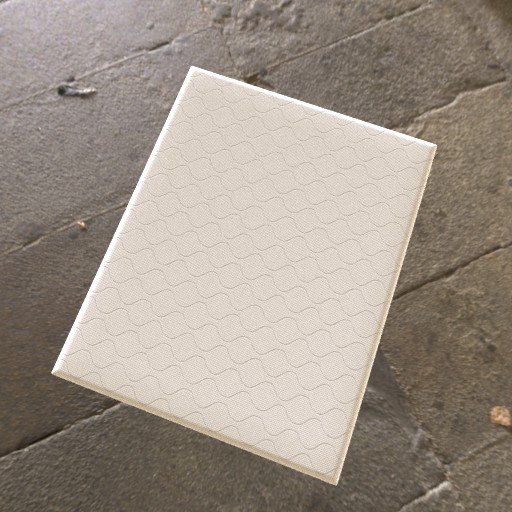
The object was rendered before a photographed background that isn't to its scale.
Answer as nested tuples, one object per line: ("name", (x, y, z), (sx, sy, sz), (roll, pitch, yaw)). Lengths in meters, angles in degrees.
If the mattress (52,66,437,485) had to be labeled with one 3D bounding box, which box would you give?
("mattress", (0.000, 0.000, 2.589), (1.600, 0.200, 2.000), (20, 77, 5))
